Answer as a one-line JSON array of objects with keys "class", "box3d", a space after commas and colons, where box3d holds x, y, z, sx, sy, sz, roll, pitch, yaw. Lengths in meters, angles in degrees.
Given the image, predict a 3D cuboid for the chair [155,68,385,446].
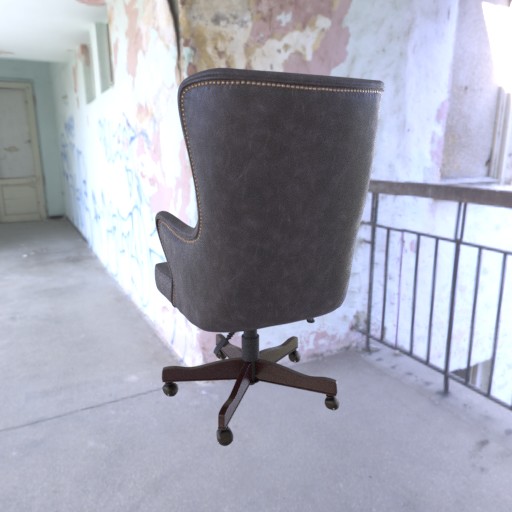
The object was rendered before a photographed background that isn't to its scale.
[{"class": "chair", "box3d": [0.000, 0.000, 1.451, 0.594, 1.037, 0.717, -7, 16, -26]}]
